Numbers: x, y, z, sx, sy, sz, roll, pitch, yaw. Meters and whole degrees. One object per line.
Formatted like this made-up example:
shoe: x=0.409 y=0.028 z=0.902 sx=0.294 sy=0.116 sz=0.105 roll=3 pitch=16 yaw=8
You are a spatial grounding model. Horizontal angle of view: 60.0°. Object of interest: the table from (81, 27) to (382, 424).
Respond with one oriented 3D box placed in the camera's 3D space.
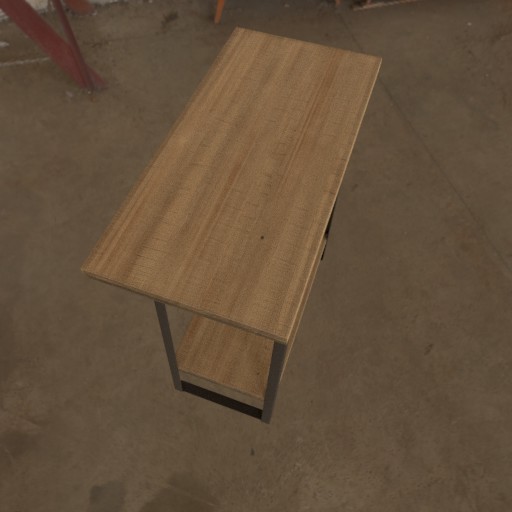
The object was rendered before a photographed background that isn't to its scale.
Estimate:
table: x=0.000 y=0.000 z=1.028 sx=0.300 sy=0.701 sz=0.599 roll=17 pitch=60 yaw=10
